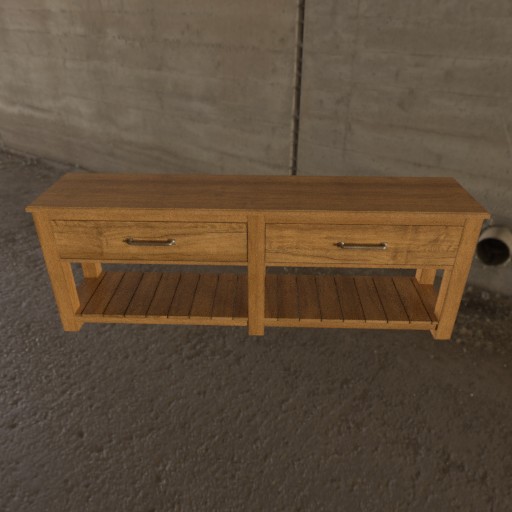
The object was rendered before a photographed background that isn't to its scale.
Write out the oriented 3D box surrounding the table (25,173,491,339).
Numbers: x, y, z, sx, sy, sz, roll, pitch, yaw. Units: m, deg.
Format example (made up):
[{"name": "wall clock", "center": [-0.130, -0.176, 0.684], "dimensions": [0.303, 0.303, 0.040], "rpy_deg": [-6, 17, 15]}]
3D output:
[{"name": "table", "center": [0.000, 0.000, 2.052], "dimensions": [1.815, 0.635, 0.425], "rpy_deg": [1, 30, 2]}]
